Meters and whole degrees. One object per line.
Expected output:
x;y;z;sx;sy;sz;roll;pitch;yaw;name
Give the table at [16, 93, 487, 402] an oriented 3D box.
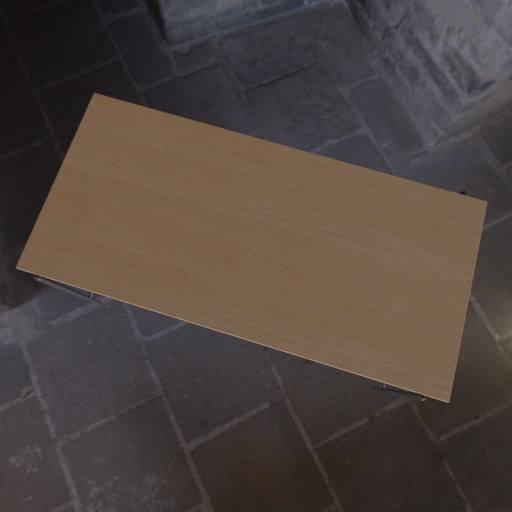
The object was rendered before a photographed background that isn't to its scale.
0.000;0.000;2.219;1.800;0.758;0.900;17;77;4;table
